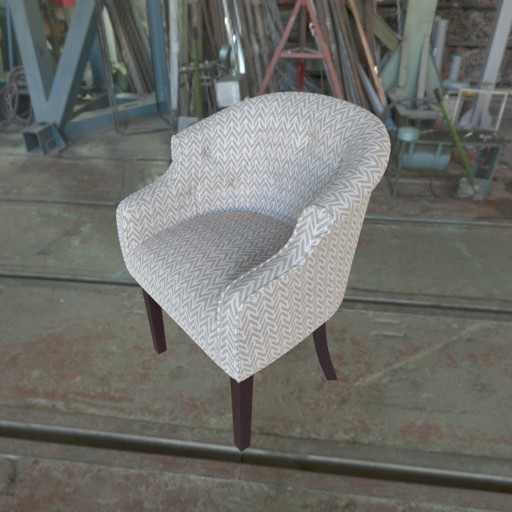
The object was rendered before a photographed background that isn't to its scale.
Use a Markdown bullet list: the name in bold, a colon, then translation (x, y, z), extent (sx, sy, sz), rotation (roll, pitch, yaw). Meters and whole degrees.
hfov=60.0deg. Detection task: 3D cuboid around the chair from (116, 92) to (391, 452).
- **chair**: translation (0.000, 0.000, 1.340), extent (0.613, 0.858, 0.686), rotation (-23, 39, -32)
